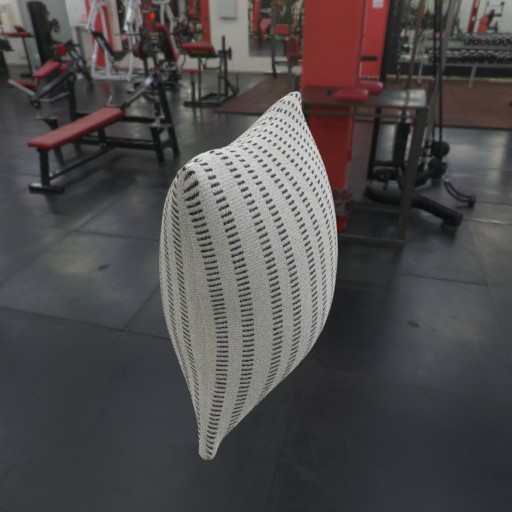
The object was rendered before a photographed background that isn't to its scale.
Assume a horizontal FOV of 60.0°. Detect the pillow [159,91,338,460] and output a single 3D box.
[{"bbox_3d":[0.000,0.000,0.685,0.247,0.419,0.438,9,31,16],"label":"pillow"}]
